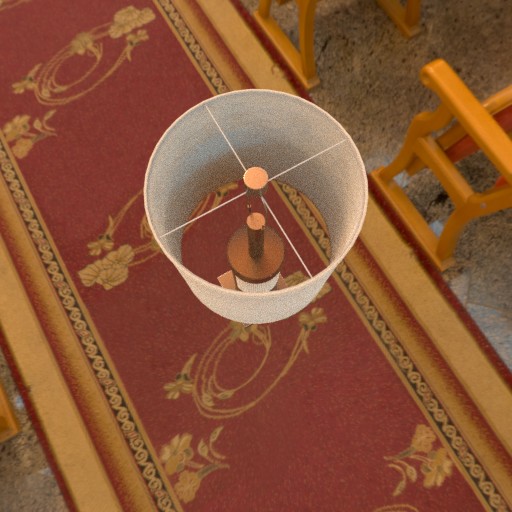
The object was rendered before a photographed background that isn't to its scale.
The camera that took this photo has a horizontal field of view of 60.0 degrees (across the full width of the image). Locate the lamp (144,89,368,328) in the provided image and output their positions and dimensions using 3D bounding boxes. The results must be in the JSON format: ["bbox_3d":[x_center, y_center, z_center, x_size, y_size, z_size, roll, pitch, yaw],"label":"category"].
[{"bbox_3d":[0.000,0.000,0.629,0.202,0.509,0.202,-29,77,-8],"label":"lamp"}]
